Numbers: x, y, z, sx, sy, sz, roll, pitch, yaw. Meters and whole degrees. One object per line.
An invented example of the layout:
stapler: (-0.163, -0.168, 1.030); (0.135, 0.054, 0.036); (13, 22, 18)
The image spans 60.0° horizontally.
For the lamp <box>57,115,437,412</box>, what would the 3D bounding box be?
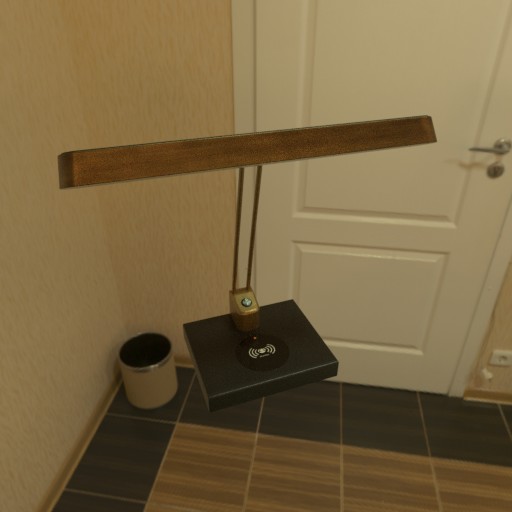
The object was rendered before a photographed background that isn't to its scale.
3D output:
lamp: (0.000, 0.000, 0.570); (0.412, 0.345, 0.156); (-11, 33, -17)
